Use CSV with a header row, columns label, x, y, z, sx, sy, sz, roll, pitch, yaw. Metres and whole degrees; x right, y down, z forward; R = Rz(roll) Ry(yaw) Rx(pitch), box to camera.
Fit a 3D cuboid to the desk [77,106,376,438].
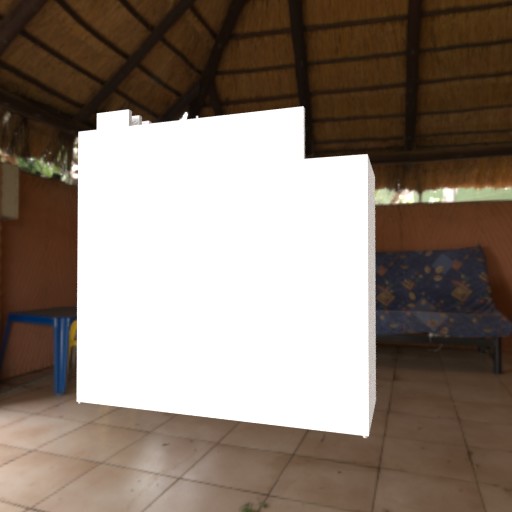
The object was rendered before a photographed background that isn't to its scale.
label,x,y,z,sx,sy,sz,roll,pitch,yaw
desk,0.000,0.000,1.774,0.940,0.986,0.940,0,-1,18
